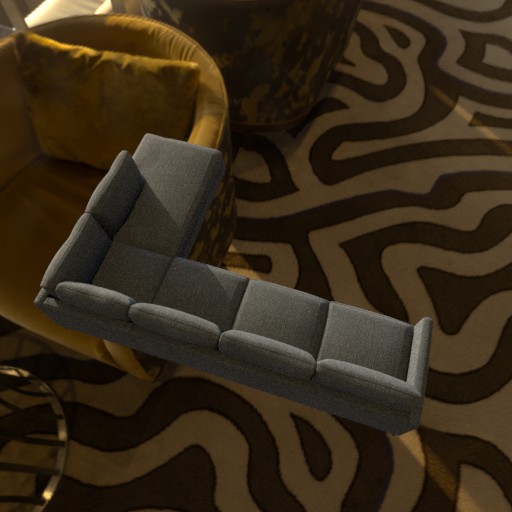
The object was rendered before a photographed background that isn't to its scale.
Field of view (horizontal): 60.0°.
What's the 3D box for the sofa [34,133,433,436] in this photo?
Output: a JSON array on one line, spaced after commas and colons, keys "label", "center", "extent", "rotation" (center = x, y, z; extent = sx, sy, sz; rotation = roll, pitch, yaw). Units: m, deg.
[{"label": "sofa", "center": [0.000, 0.000, 3.743], "extent": [2.949, 0.815, 2.007], "rotation": [16, 63, 8]}]
